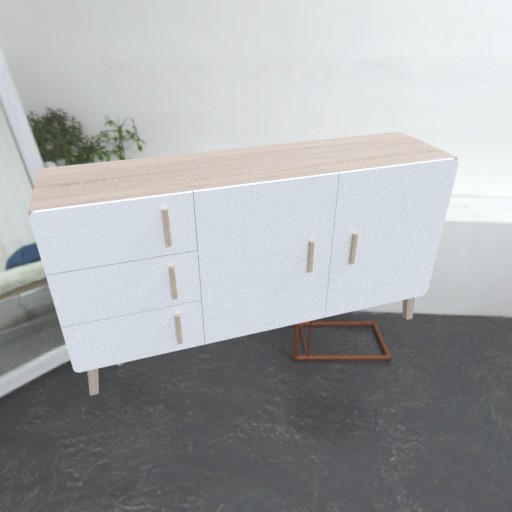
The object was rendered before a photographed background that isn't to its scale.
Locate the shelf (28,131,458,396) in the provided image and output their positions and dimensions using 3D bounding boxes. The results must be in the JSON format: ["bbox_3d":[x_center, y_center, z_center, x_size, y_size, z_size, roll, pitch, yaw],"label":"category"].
[{"bbox_3d":[0.000,0.000,1.808,1.490,0.780,0.400,-10,32,-16],"label":"shelf"}]
